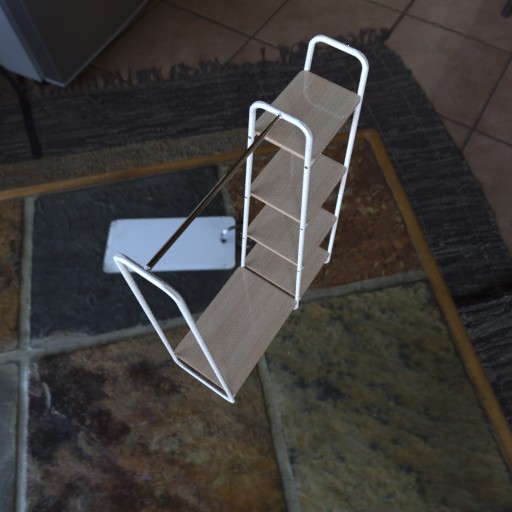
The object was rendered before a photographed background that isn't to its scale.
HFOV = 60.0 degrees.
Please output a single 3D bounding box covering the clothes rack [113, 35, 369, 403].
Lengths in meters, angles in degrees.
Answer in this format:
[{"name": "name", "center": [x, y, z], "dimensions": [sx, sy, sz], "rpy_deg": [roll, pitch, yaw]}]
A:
[{"name": "clothes rack", "center": [0.000, 0.000, 1.946], "dimensions": [0.400, 1.500, 1.011], "rpy_deg": [31, 68, 14]}]
